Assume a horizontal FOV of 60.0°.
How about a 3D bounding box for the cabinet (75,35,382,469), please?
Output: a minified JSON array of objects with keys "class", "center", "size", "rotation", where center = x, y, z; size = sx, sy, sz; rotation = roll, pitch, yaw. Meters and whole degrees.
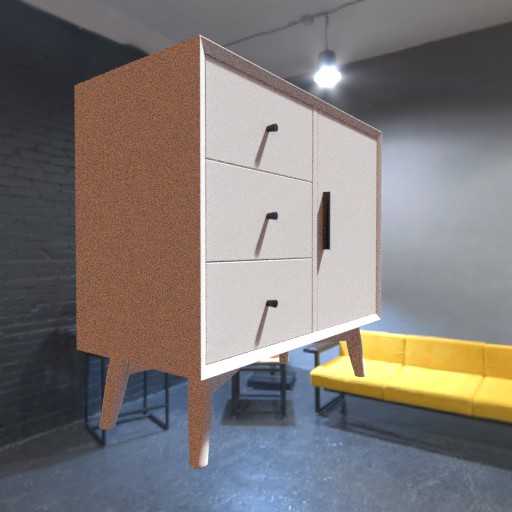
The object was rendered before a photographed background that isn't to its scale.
[{"class":"cabinet","center":[0.000,0.000,1.182],"size":[0.398,0.761,0.800],"rotation":[1,2,37]}]
